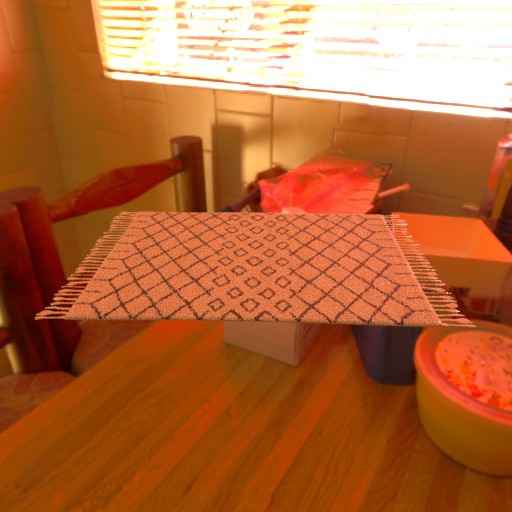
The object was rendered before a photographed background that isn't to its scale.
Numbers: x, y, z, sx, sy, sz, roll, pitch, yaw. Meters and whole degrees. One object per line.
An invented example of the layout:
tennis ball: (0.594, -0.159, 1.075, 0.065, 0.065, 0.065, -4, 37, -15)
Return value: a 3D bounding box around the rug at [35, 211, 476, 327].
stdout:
rug: (0.000, 0.000, 3.321, 2.615, 0.029, 1.664, 1, 28, 2)
